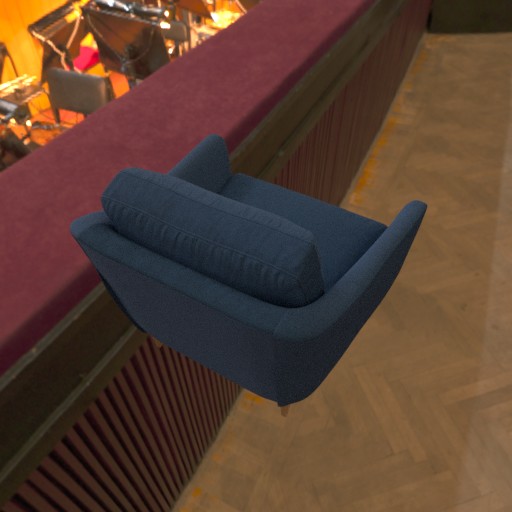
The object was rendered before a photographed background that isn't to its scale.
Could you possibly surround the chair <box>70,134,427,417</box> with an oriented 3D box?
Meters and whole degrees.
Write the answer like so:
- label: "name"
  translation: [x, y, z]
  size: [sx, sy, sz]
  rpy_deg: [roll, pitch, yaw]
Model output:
- label: "chair"
  translation: [0.000, 0.000, 1.677]
  size: [0.987, 0.899, 0.961]
  rpy_deg: [23, 51, 20]
